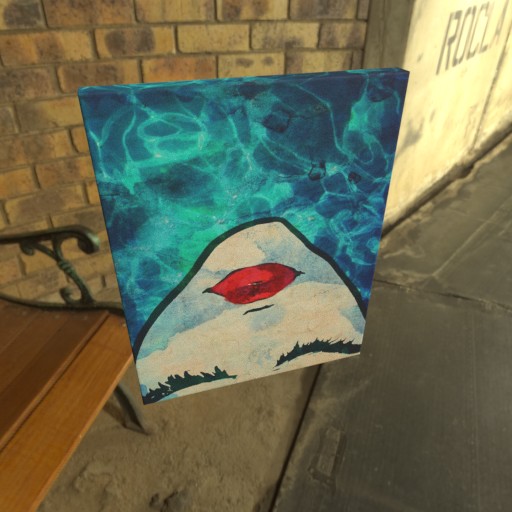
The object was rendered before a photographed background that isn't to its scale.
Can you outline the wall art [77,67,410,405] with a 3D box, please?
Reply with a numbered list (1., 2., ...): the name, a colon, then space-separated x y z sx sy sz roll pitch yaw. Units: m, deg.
1. wall art: 0.000 0.000 0.839 0.508 0.635 0.038 -9 34 -14
